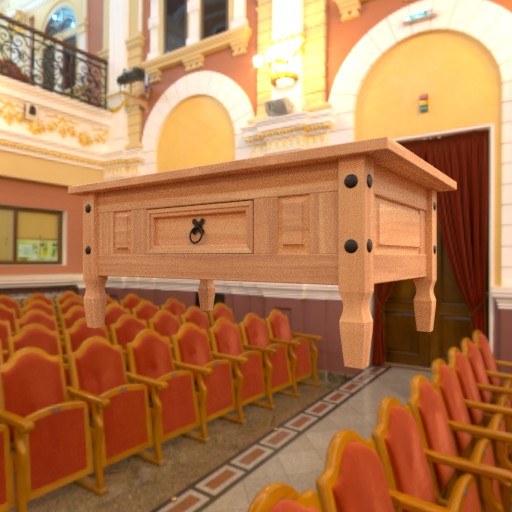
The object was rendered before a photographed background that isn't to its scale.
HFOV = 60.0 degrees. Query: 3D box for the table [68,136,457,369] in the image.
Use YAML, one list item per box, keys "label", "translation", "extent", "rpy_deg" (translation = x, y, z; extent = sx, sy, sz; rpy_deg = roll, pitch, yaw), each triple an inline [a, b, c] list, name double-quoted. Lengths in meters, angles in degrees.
- label: "table"
  translation: [0.000, 0.000, 1.326]
  extent: [1.000, 0.437, 0.600]
  rpy_deg: [0, 0, 35]
